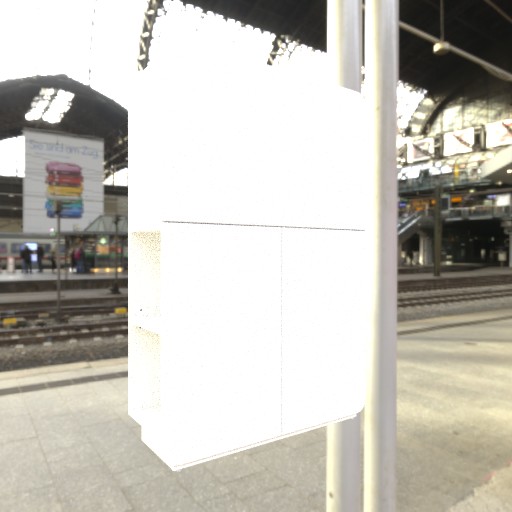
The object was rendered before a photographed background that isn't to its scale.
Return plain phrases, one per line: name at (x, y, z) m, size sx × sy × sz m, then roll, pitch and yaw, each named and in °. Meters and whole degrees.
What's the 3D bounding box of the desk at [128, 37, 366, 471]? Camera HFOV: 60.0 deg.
desk at (0.000, 0.000, 1.520) m, size 0.795 × 1.190 × 0.278 m, roll 0°, pitch 0°, yaw -35°
